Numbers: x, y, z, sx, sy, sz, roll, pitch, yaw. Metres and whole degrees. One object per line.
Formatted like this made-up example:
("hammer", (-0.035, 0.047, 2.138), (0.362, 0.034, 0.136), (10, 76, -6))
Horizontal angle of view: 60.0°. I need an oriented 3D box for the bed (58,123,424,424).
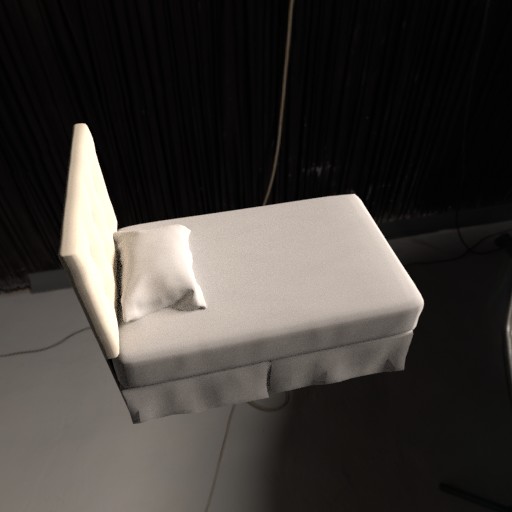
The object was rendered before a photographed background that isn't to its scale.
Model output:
("bed", (0.000, 0.000, 2.946), (1.997, 1.571, 1.261), (-9, 46, -9))
